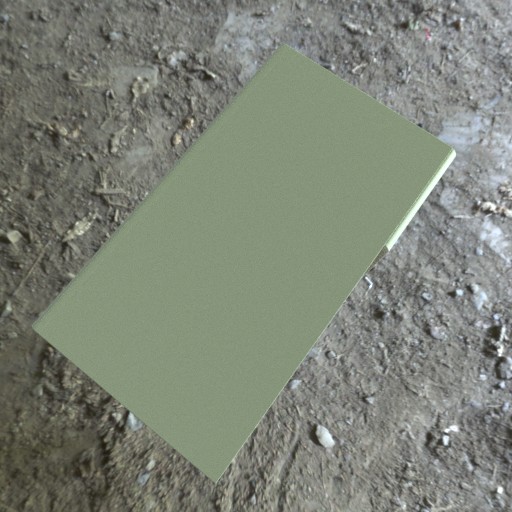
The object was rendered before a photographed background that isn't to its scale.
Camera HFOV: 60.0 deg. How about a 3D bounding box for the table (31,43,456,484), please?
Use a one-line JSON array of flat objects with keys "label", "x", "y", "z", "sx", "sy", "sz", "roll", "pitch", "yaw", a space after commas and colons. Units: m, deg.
[{"label": "table", "x": 0.000, "y": 0.000, "z": 1.413, "sx": 0.639, "sy": 0.442, "sz": 1.097, "roll": 36, "pitch": 77, "yaw": 9}]
